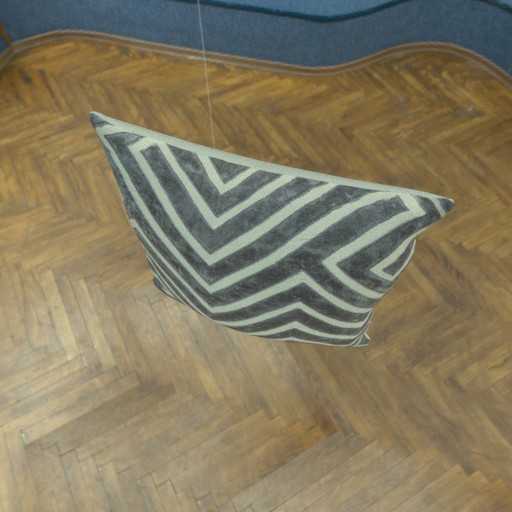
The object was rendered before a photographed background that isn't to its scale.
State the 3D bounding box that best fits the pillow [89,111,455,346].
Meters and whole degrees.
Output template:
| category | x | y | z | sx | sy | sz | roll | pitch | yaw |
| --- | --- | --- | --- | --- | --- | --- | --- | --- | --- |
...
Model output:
| category | x | y | z | sx | sy | sz | roll | pitch | yaw |
| --- | --- | --- | --- | --- | --- | --- | --- | --- | --- |
| pillow | 0.000 | 0.000 | 0.676 | 0.440 | 0.441 | 0.182 | 15 | 60 | 9 |
